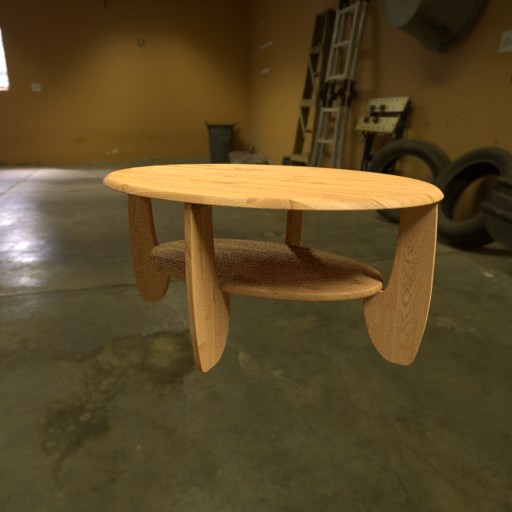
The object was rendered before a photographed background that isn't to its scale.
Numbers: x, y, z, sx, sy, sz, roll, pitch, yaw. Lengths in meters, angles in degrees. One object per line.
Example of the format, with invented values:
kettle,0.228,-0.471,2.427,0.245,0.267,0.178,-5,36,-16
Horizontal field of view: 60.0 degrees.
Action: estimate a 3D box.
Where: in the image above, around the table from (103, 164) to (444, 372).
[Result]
table,0.000,0.000,1.386,1.040,0.490,0.690,9,20,27
